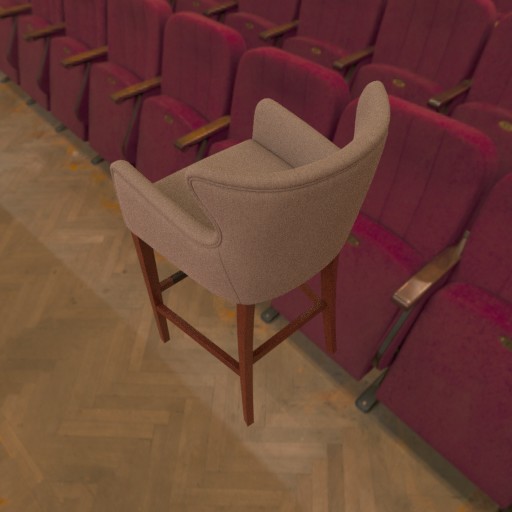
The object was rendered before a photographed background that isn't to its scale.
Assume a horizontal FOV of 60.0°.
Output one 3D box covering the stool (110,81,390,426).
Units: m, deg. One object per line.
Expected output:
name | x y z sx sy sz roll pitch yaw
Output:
stool | 0.000 0.000 1.381 0.575 1.047 0.575 -32 54 -27
